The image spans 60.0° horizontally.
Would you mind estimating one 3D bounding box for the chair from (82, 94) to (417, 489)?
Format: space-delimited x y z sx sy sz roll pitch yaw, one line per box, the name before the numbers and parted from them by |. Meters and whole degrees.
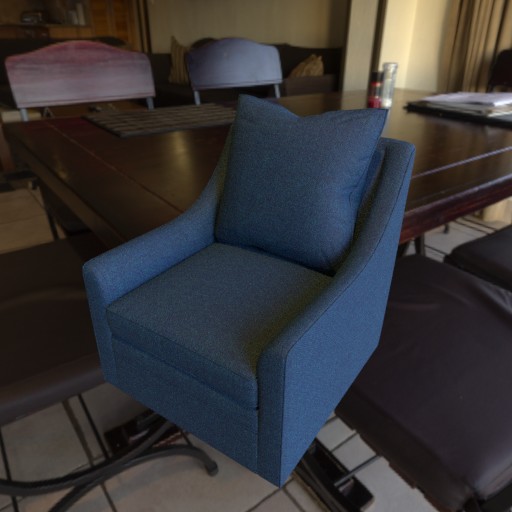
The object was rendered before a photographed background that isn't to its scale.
chair | 0.000 0.000 1.529 0.750 0.939 0.870 18 33 30
